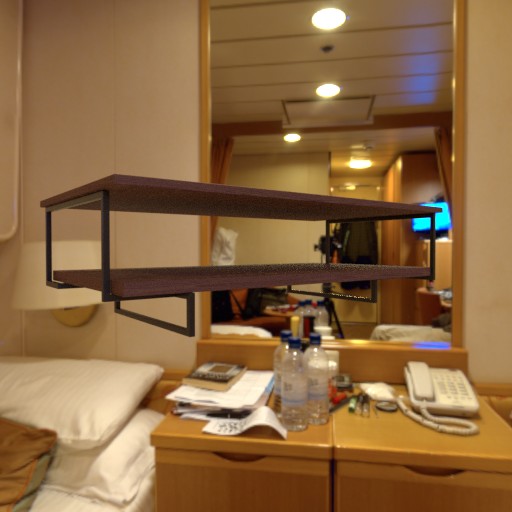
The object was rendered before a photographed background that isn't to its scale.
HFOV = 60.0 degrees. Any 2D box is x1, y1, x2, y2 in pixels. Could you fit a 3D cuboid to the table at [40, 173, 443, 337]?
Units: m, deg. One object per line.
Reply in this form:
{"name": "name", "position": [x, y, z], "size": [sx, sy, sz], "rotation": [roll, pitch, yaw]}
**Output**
{"name": "table", "position": [0.000, 0.000, 1.491], "size": [1.197, 0.347, 0.651], "rotation": [-1, 1, -38]}
